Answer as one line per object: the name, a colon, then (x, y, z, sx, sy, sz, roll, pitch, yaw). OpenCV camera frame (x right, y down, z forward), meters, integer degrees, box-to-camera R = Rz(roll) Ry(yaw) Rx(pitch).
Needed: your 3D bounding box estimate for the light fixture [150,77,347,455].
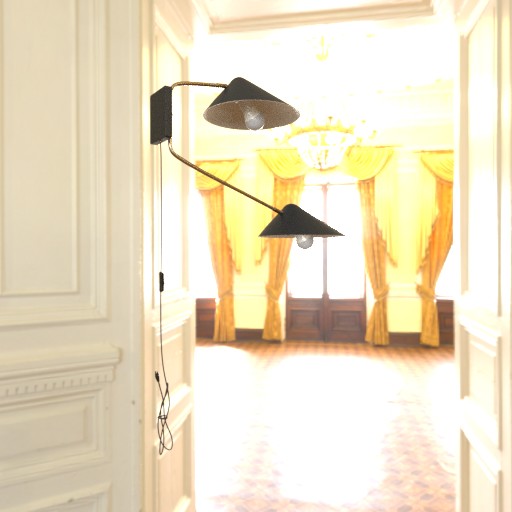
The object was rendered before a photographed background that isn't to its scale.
light fixture: (0.000, 0.000, 0.853, 0.422, 0.665, 0.189, 0, 0, -36)
